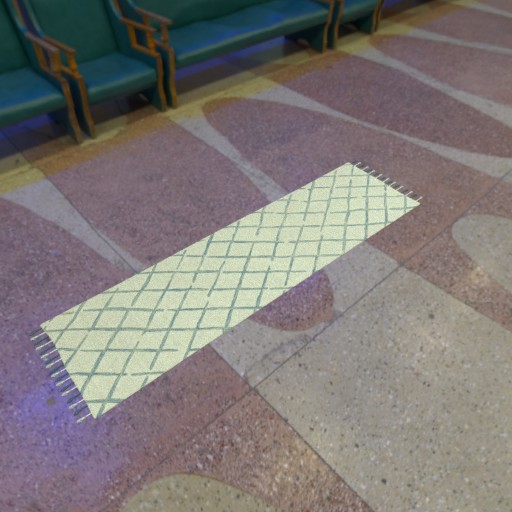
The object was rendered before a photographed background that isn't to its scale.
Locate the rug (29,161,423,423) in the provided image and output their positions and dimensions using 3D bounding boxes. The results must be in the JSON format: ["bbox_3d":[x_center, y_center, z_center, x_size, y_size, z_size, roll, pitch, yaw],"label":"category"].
[{"bbox_3d":[0.000,0.000,2.508,2.372,0.008,0.620,-30,52,-27],"label":"rug"}]
